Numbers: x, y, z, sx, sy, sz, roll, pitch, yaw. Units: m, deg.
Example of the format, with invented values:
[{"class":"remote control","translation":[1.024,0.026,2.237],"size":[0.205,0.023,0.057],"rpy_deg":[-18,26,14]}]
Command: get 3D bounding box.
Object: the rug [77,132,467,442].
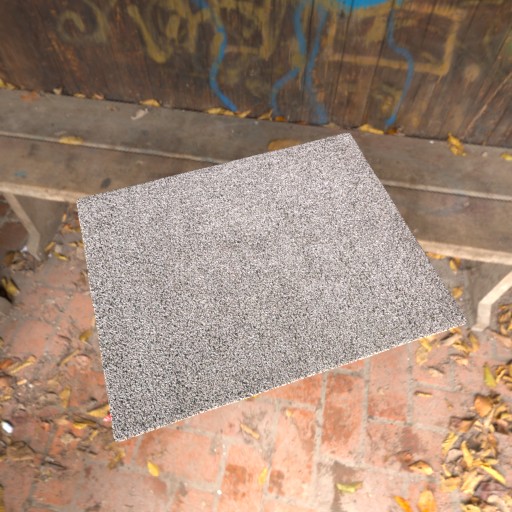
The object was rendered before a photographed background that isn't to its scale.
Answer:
[{"class":"rug","translation":[0.000,0.000,4.166],"size":[3.047,0.029,2.438],"rpy_deg":[-16,60,-9]}]
